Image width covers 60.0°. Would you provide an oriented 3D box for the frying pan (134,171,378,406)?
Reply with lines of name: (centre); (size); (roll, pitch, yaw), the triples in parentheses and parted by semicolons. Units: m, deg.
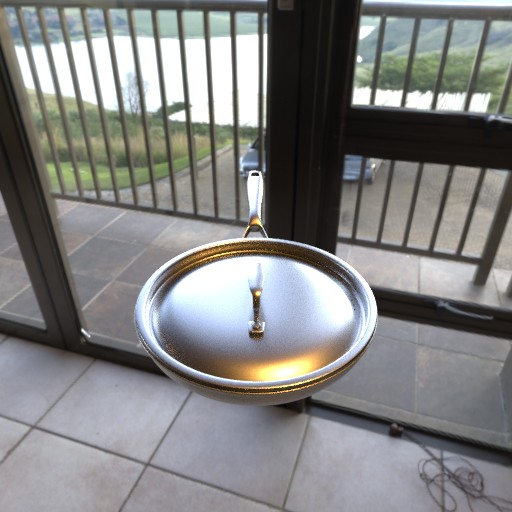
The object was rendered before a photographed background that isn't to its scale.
frying pan: (0.000, 0.000, 0.605); (0.272, 0.086, 0.490); (0, 32, 0)
